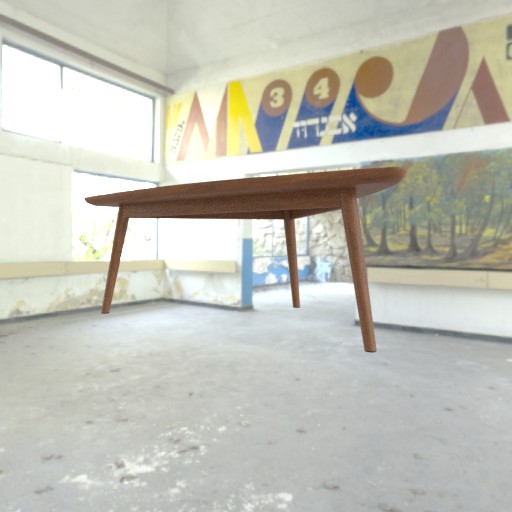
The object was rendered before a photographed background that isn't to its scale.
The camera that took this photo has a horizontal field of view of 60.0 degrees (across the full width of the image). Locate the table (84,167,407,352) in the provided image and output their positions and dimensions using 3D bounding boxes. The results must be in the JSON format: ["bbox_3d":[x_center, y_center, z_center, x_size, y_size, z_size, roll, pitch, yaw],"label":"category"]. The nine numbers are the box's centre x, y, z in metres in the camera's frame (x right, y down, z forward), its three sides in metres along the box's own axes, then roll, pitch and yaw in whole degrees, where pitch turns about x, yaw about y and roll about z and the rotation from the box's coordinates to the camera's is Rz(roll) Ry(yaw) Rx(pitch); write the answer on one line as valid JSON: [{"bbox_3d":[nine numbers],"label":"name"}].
[{"bbox_3d":[0.000,0.000,1.320,1.008,0.365,0.601,1,2,35],"label":"table"}]
